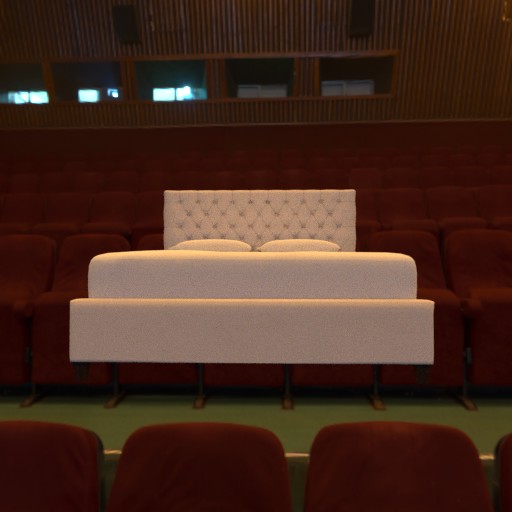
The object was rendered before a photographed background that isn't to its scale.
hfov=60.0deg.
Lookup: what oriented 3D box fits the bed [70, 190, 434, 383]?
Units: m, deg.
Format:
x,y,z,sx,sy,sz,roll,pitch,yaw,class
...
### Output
x,y,z,sx,sy,sz,roll,pitch,yaw,class
0.000,0.000,3.656,2.078,1.427,2.387,0,0,2,bed
